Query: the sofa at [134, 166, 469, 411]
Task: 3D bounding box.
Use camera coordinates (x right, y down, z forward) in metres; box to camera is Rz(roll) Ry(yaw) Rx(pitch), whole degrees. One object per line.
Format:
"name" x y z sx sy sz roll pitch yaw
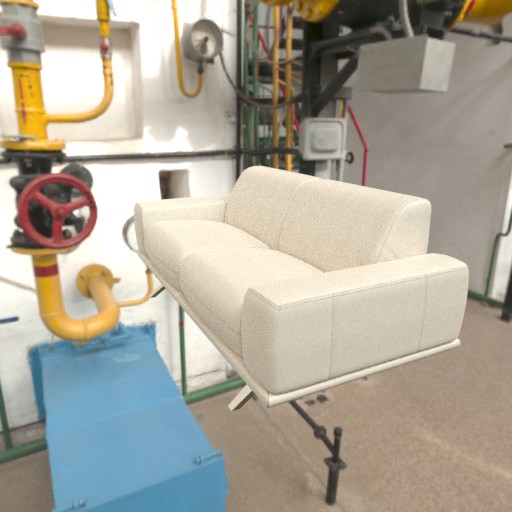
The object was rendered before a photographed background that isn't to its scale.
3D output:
"sofa" 0.000 0.000 2.328 0.900 0.772 1.901 -9 19 -26
